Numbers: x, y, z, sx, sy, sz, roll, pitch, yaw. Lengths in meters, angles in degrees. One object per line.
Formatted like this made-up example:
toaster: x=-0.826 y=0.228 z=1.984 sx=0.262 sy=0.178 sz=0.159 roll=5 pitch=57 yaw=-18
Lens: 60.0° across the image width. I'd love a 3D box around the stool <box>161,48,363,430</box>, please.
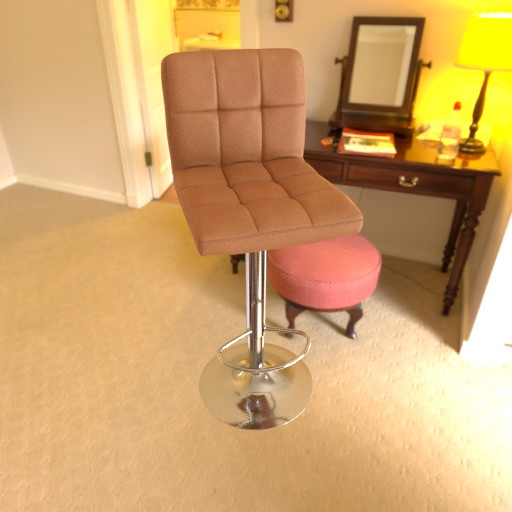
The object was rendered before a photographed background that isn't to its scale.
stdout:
stool: x=0.000 y=0.000 z=1.368 sx=0.430 sy=1.115 sz=0.505 roll=-9 pitch=33 yaw=-14
